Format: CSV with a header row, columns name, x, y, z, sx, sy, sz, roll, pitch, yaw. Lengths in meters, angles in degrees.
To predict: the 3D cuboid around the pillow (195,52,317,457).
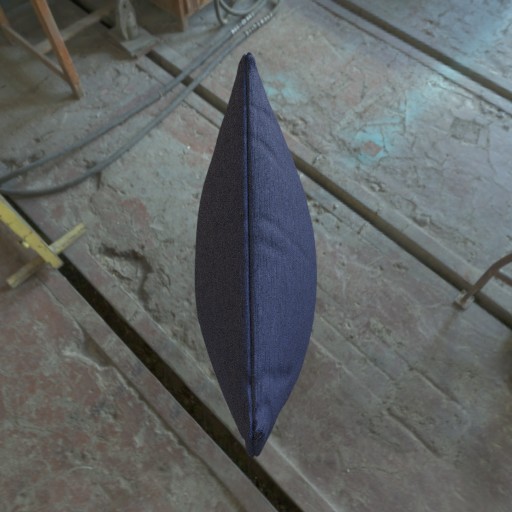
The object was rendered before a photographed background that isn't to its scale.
name,x,y,z,sx,sy,sz,roll,pitch,yaw
pillow,0.000,0.000,0.779,0.210,0.338,0.633,-1,63,-1
